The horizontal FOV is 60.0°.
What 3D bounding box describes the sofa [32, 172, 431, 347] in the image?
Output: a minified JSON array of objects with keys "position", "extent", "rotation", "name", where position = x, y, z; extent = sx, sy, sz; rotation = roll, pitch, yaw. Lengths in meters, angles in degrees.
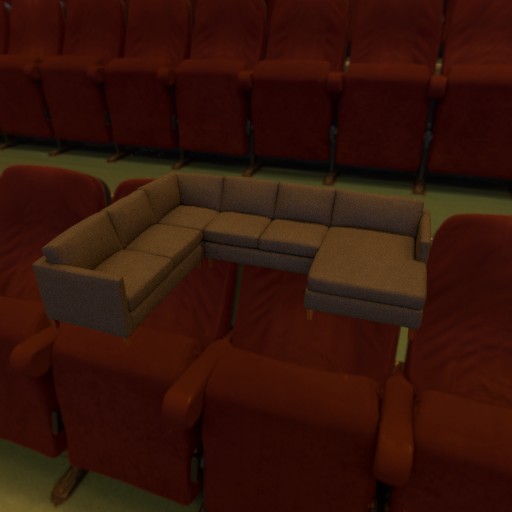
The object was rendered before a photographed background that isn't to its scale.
[{"position":[0.000,0.000,4.696],"extent":[3.460,0.961,2.594],"rotation":[9,29,16],"name":"sofa"}]
